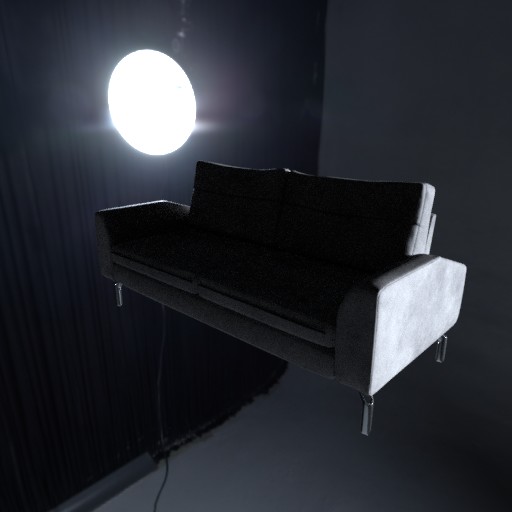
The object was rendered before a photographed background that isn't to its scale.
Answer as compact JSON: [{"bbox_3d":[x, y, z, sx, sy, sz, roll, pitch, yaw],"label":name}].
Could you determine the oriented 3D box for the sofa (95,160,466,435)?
[{"bbox_3d":[0.000,0.000,2.319,1.837,0.859,0.849,15,23,41],"label":"sofa"}]
